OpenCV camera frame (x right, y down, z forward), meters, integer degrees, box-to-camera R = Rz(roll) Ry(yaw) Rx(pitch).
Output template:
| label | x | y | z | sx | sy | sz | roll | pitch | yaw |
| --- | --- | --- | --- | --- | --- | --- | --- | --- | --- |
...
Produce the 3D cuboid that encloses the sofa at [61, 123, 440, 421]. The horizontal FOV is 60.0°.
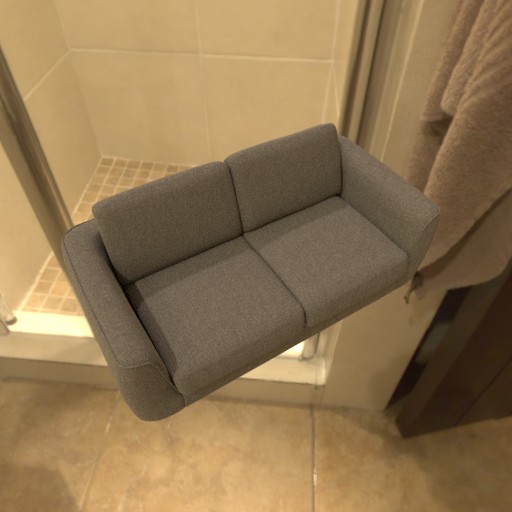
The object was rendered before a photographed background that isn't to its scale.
| label | x | y | z | sx | sy | sz | roll | pitch | yaw |
| --- | --- | --- | --- | --- | --- | --- | --- | --- | --- |
| sofa | 0.000 | 0.000 | 2.260 | 1.700 | 0.870 | 0.920 | -24 | 52 | -21 |
